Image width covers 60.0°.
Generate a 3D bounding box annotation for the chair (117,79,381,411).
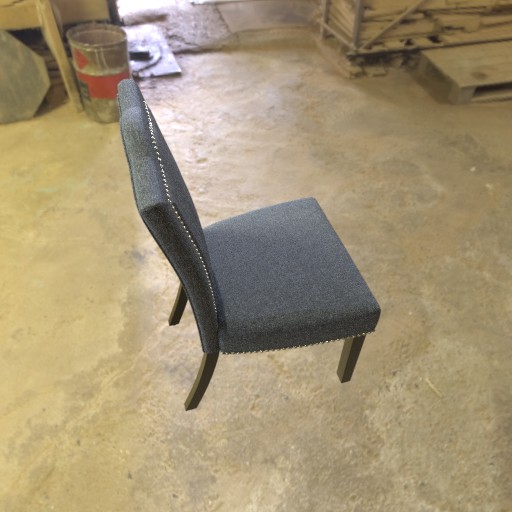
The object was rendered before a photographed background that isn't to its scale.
[{"bbox_3d":[0.000,0.000,1.286,0.589,0.946,0.518,-12,48,-11],"label":"chair"}]
